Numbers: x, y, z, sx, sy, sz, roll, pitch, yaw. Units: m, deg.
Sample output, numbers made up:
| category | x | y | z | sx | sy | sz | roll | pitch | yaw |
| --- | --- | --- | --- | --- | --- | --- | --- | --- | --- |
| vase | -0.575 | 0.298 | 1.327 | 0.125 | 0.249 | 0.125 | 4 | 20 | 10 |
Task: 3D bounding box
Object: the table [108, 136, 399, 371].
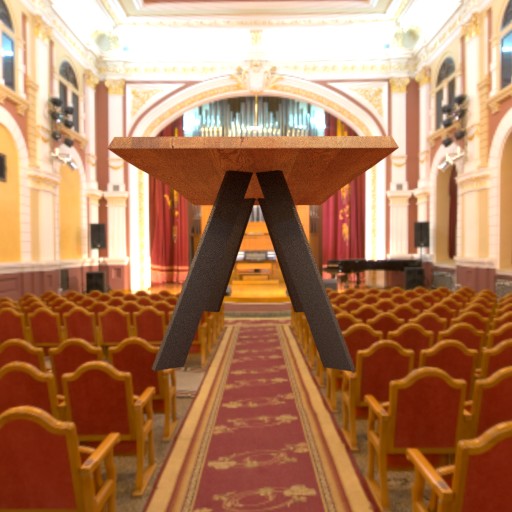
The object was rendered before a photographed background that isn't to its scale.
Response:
| category | x | y | z | sx | sy | sz | roll | pitch | yaw |
| --- | --- | --- | --- | --- | --- | --- | --- | --- | --- |
| table | 0.000 | 0.000 | 2.263 | 0.900 | 0.770 | 1.800 | 0 | 1 | 1 |
